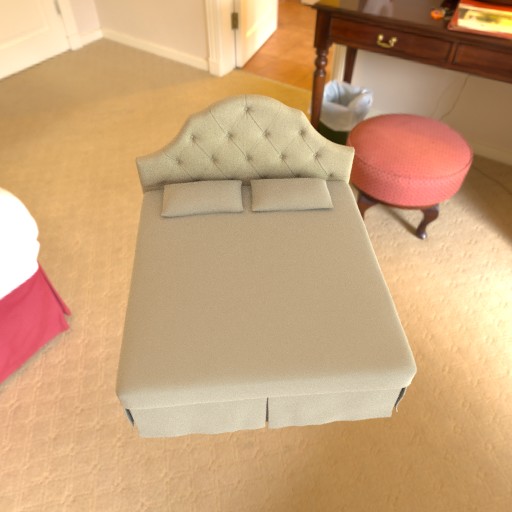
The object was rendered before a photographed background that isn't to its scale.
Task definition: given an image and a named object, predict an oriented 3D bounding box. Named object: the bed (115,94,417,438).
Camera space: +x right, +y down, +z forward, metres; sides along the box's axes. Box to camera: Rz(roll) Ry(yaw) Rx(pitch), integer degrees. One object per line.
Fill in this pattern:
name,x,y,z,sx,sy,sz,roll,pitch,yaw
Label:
bed,0.000,0.000,3.368,2.012,1.555,2.086,-3,47,-3
